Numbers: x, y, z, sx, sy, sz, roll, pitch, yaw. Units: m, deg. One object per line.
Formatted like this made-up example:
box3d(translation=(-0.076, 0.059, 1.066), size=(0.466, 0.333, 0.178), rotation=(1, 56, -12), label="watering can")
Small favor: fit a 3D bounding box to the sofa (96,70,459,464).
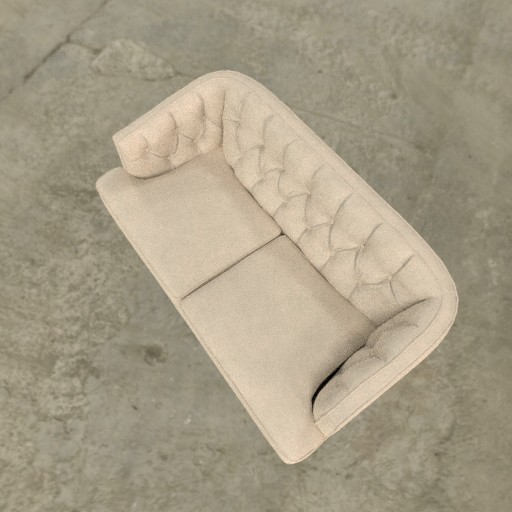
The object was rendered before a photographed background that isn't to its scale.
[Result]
box3d(translation=(0.000, 0.000, 2.223), size=(0.940, 0.878, 1.731), rotation=(-33, 68, -16), label="sofa")
